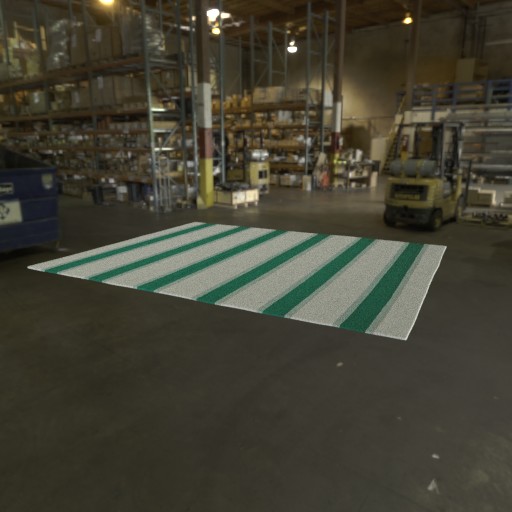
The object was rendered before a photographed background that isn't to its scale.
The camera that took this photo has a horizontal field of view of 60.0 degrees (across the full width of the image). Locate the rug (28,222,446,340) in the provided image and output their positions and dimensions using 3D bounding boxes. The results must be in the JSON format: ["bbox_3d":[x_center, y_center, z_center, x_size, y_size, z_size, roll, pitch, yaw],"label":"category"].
[{"bbox_3d":[0.000,0.000,4.058,3.041,0.019,2.434,7,16,26],"label":"rug"}]
